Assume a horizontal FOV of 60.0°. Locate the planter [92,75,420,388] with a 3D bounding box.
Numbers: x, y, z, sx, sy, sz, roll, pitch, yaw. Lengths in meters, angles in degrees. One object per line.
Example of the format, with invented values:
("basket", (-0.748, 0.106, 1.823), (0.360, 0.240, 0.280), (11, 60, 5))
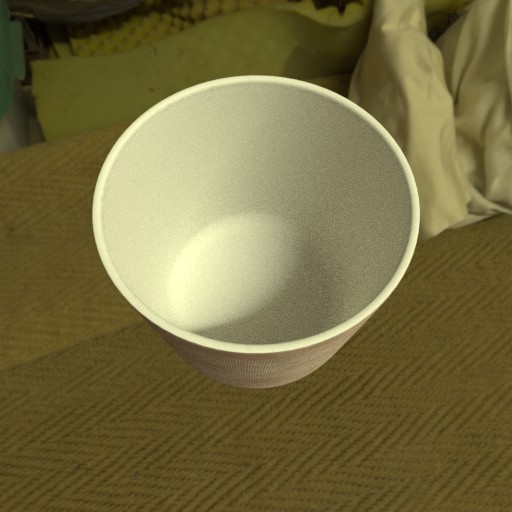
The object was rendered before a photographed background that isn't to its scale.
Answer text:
("planter", (0.000, 0.000, 0.779), (0.440, 0.398, 0.440), (0, 64, 0))
